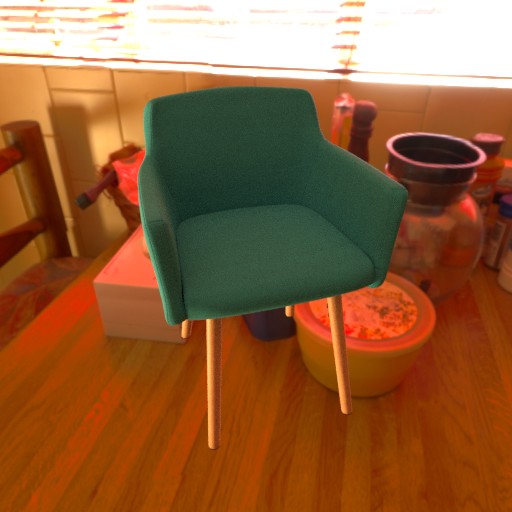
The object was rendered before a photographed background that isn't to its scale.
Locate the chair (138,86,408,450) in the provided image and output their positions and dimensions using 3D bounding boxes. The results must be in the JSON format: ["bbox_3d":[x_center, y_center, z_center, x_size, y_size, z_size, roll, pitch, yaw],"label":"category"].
[{"bbox_3d":[0.000,0.000,1.193,0.570,0.780,0.540,-9,33,-15],"label":"chair"}]
